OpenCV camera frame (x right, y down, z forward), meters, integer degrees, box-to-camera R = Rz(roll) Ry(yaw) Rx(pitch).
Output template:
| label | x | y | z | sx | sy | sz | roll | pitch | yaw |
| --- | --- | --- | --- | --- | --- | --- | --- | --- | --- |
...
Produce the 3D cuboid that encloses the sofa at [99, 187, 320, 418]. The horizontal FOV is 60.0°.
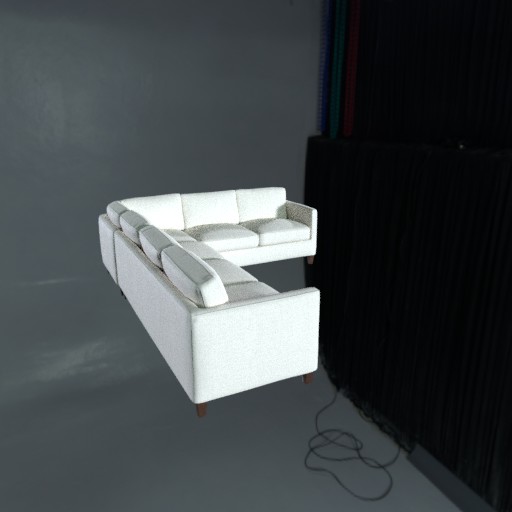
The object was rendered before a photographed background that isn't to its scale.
| label | x | y | z | sx | sy | sz | roll | pitch | yaw |
| --- | --- | --- | --- | --- | --- | --- | --- | --- | --- |
| sofa | 0.000 | 0.000 | 4.544 | 2.593 | 0.947 | 3.302 | -9 | 19 | -26 |
